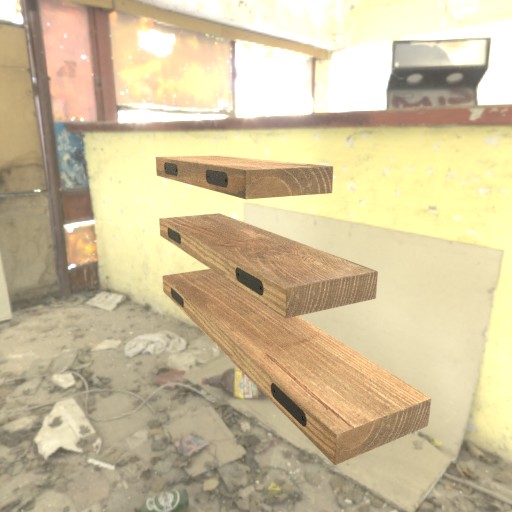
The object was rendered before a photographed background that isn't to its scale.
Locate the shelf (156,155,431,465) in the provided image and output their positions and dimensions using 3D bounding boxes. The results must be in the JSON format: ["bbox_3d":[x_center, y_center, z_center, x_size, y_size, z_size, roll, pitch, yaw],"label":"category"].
[{"bbox_3d":[0.000,0.000,0.717,0.140,0.293,0.610,-8,17,-27],"label":"shelf"}]
